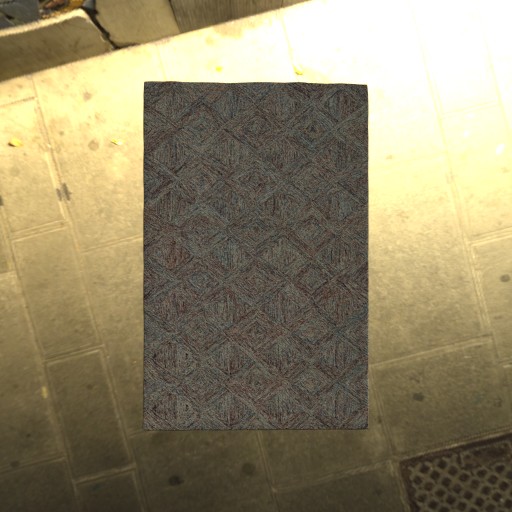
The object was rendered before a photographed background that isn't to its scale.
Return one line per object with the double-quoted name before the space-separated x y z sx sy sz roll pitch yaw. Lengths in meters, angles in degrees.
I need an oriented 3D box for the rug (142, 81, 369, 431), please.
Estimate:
"rug" 0.000 0.000 2.236 1.143 0.014 1.761 0 90 -1
